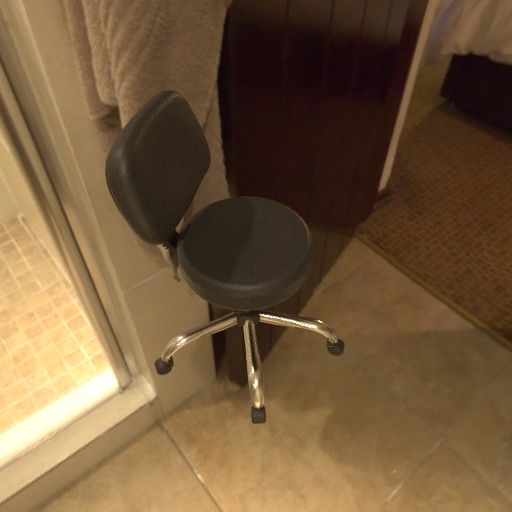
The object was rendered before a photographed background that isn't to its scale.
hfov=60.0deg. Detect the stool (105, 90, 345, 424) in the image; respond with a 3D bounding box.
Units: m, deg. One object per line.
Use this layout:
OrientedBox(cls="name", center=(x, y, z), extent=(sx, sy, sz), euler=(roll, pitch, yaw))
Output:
OrientedBox(cls="stool", center=(0.000, 0.000, 1.338), extent=(0.648, 0.862, 0.673), euler=(10, 48, 9))
